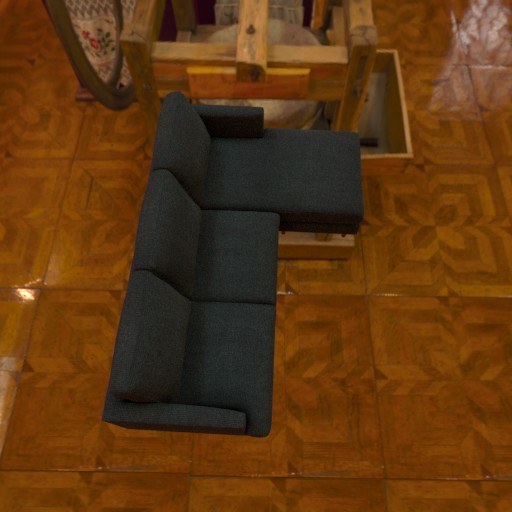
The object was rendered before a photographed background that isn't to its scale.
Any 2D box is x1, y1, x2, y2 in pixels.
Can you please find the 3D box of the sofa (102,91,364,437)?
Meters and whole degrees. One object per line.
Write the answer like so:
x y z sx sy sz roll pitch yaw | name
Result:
0.000 0.000 2.964 1.504 0.956 2.233 3 64 1 | sofa
